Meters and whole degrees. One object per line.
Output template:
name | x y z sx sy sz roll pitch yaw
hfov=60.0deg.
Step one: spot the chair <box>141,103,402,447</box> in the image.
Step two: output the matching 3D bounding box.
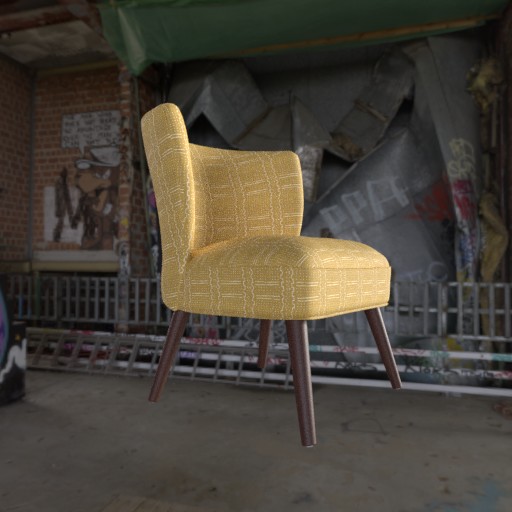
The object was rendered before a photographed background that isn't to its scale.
chair | 0.000 0.000 1.442 0.758 0.866 0.706 -1 -2 36
